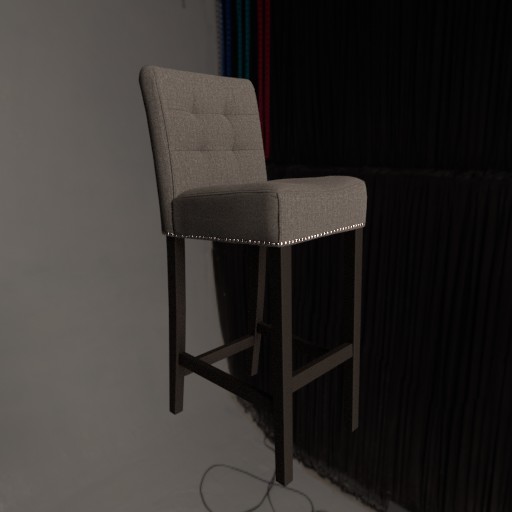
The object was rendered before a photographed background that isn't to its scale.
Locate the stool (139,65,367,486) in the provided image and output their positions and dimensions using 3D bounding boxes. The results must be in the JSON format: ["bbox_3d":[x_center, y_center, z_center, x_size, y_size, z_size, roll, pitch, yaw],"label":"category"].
[{"bbox_3d":[0.000,0.000,1.296,0.548,1.047,0.411,13,19,43],"label":"stool"}]
